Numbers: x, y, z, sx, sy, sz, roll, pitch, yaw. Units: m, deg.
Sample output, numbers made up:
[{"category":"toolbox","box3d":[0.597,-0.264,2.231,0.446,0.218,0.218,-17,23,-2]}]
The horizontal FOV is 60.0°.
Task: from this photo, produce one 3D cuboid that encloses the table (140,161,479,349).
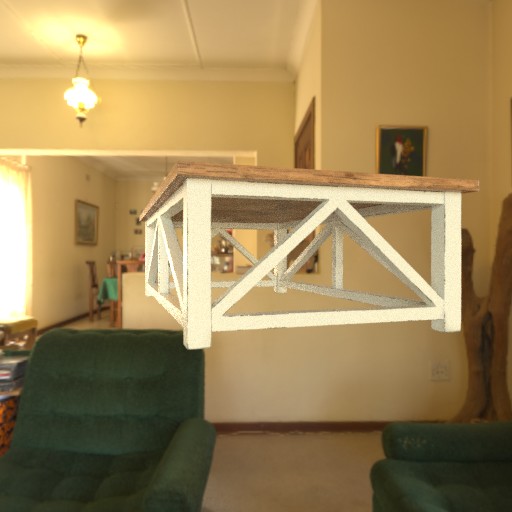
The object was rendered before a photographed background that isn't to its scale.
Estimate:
[{"category":"table","box3d":[0.000,0.000,1.727,0.800,0.410,1.400,0,0,-18]}]
